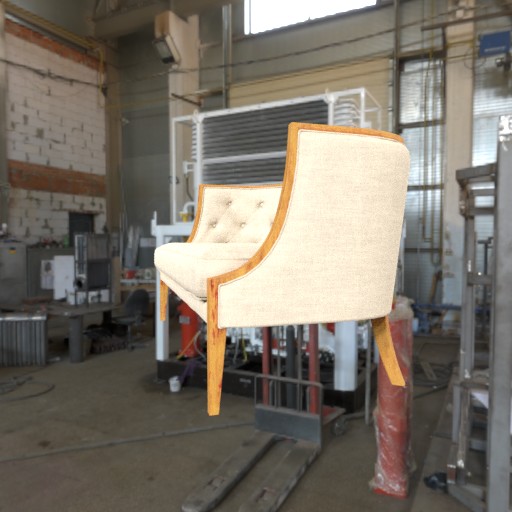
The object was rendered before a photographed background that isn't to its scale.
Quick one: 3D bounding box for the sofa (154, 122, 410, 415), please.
[{"bbox_3d":[0.000,0.000,1.931,0.770,0.775,1.474,-1,2,-17],"label":"sofa"}]
